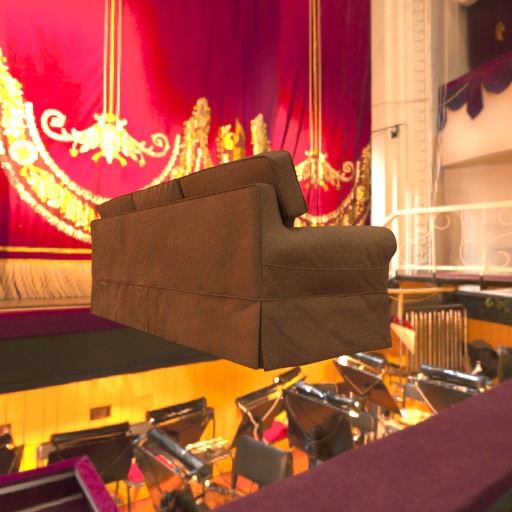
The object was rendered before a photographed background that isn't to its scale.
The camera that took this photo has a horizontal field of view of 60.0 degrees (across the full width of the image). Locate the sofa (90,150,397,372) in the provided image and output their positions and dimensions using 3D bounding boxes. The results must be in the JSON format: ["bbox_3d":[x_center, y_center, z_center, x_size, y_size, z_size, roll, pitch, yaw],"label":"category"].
[{"bbox_3d":[0.000,0.000,3.296,1.733,0.978,2.475,0,0,-37],"label":"sofa"}]
